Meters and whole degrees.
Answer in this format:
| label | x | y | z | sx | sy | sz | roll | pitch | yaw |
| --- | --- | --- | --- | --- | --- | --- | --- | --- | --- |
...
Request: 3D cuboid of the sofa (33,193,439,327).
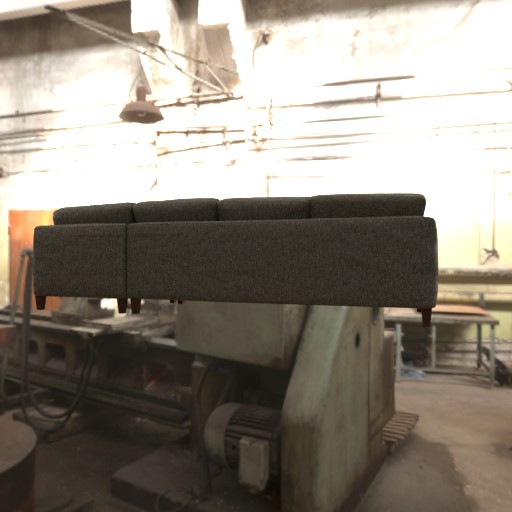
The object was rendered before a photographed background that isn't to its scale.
| label | x | y | z | sx | sy | sz | roll | pitch | yaw |
| --- | --- | --- | --- | --- | --- | --- | --- | --- | --- |
| sofa | 0.000 | 0.000 | 4.568 | 3.302 | 0.947 | 2.593 | 0 | 0 | 17 |
